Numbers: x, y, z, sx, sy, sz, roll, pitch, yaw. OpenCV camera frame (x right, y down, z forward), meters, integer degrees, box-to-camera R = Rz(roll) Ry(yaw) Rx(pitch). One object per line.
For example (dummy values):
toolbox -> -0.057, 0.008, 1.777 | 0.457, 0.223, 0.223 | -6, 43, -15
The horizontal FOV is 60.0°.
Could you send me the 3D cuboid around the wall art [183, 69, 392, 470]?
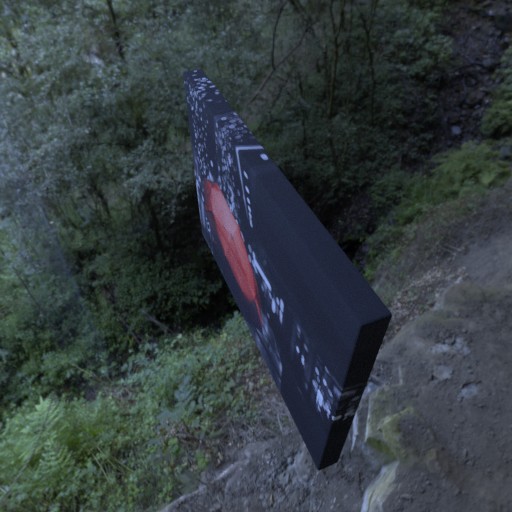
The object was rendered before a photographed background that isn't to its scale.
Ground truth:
wall art -> 0.000, 0.000, 0.769 | 0.037, 0.406, 0.609 | -17, 49, -15
